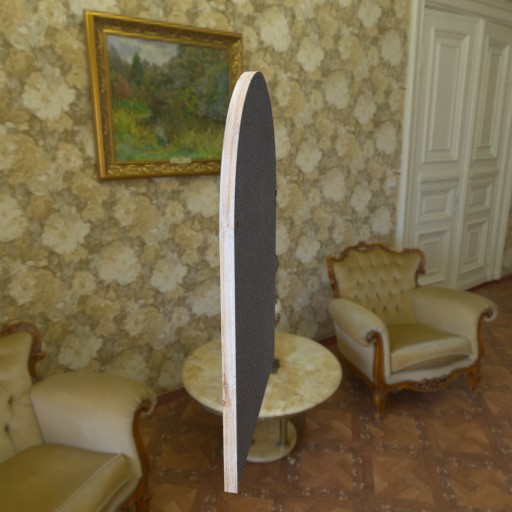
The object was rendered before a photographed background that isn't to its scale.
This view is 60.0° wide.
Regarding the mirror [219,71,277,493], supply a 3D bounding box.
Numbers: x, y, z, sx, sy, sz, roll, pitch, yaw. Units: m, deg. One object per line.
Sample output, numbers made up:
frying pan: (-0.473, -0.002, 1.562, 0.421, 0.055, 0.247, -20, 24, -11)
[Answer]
mirror: (0.000, 0.000, 1.189, 0.032, 0.920, 0.660, 2, 14, 9)
